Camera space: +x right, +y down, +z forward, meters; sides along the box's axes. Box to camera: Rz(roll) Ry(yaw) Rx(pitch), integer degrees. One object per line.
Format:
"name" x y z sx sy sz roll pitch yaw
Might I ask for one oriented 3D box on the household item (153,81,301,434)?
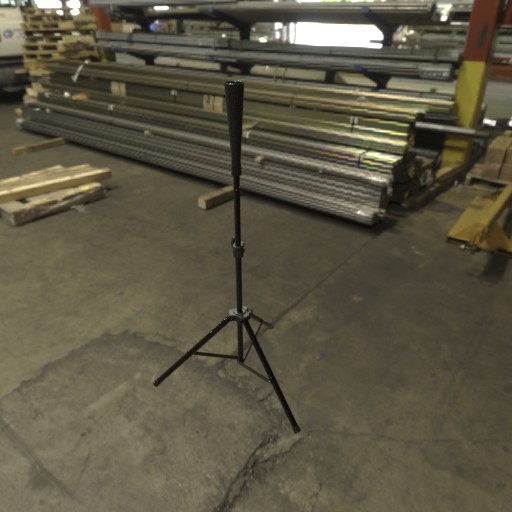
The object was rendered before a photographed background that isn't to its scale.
"household item" 0.000 0.000 1.444 0.559 1.067 0.559 21 36 32
